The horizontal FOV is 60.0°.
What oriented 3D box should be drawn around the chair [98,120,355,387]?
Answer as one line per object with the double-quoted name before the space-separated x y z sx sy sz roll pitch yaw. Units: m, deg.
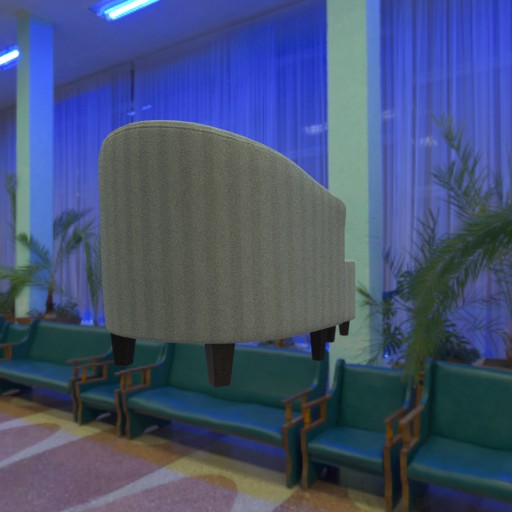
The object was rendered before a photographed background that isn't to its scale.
"chair" 0.000 0.000 1.792 0.756 0.757 1.288 -1 -1 36
